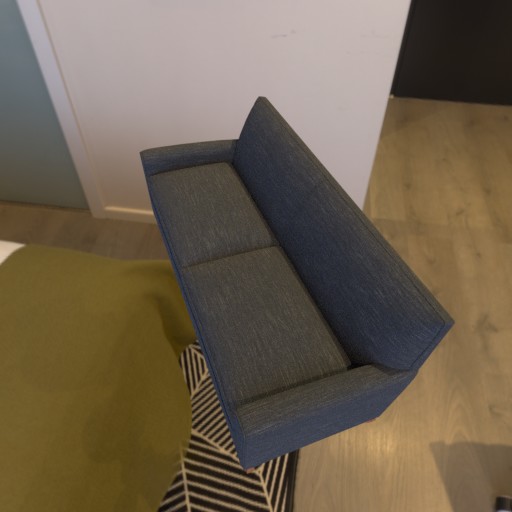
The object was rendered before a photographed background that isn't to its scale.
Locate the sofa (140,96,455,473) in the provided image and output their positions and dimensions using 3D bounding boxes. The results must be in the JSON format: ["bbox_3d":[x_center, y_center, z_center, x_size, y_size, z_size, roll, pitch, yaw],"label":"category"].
[{"bbox_3d":[0.000,0.000,2.457,0.875,0.846,1.976,-16,48,-14],"label":"sofa"}]
